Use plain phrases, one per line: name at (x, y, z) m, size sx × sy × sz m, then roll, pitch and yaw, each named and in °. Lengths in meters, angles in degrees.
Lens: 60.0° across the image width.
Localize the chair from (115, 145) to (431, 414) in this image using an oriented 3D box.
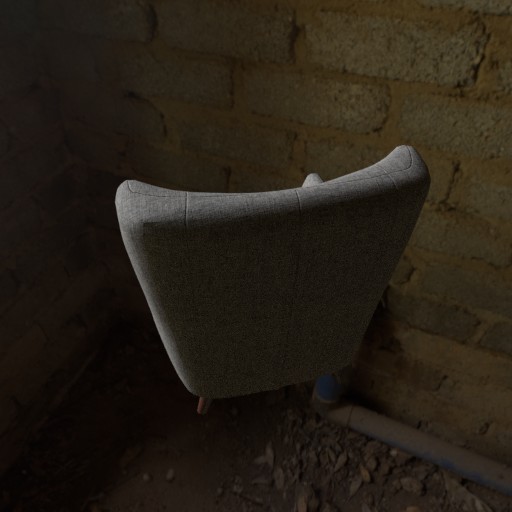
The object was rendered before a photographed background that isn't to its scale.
chair at (0.000, 0.000, 1.729) m, size 0.878 × 1.063 × 0.904 m, roll -9°, pitch 42°, yaw -11°
